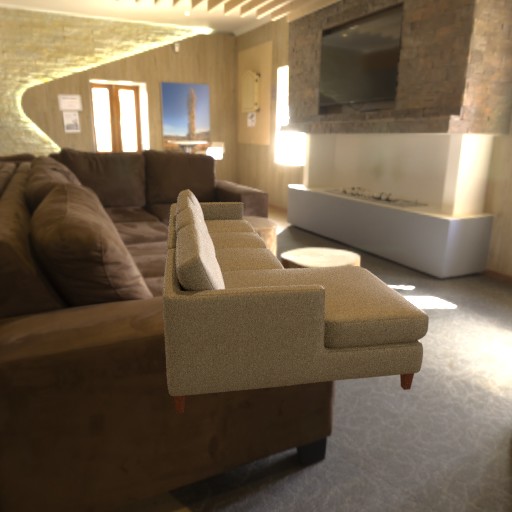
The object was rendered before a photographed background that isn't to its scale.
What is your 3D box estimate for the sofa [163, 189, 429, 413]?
[{"bbox_3d":[0.000,0.000,3.875,1.502,0.876,3.201,-3,16,-9],"label":"sofa"}]
